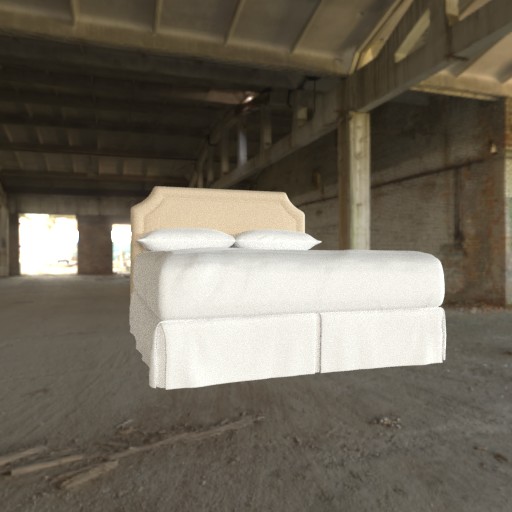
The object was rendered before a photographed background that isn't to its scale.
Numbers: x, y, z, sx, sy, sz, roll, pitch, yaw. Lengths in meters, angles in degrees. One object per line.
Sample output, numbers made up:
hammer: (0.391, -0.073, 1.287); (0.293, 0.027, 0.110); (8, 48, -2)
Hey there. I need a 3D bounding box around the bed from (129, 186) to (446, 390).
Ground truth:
bed: (0.000, 0.000, 4.015); (2.134, 1.524, 2.548); (0, 1, -19)
